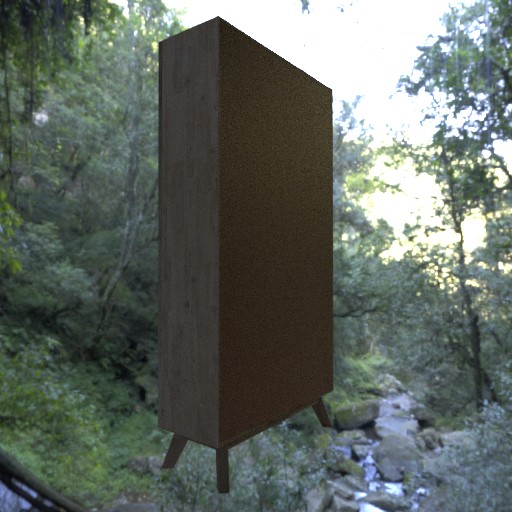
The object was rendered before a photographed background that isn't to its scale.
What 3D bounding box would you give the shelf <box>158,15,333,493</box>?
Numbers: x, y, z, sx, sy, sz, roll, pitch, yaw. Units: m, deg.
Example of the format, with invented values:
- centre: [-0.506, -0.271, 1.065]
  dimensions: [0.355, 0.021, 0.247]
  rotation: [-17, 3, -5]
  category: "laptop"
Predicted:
- centre: [0.000, 0.000, 1.735]
  dimensions: [0.308, 1.471, 0.748]
  rotation: [0, -1, 37]
  category: "shelf"
